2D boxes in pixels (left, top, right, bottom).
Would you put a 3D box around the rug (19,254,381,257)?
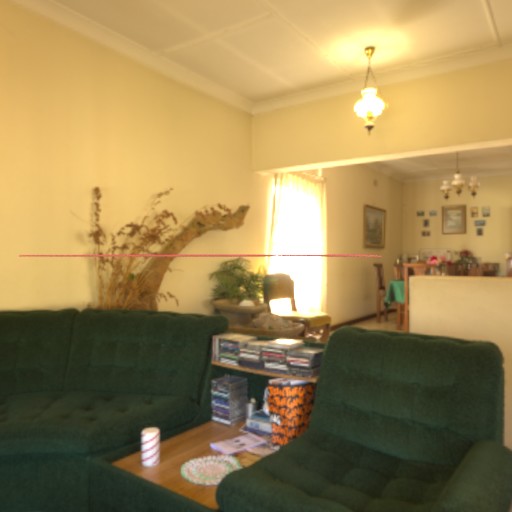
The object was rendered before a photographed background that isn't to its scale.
[{"bbox_3d":[0.000,0.000,2.974,1.534,0.010,2.423,0,0,18],"label":"rug"}]
